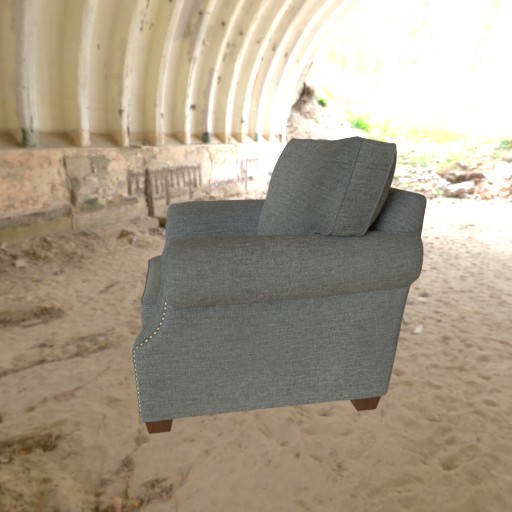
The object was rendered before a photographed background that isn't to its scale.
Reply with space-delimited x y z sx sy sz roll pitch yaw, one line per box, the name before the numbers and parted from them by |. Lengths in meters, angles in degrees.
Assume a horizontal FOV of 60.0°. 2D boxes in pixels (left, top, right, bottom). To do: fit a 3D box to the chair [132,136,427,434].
chair | 0.000 0.000 1.850 0.965 0.961 1.092 -3 15 -10
